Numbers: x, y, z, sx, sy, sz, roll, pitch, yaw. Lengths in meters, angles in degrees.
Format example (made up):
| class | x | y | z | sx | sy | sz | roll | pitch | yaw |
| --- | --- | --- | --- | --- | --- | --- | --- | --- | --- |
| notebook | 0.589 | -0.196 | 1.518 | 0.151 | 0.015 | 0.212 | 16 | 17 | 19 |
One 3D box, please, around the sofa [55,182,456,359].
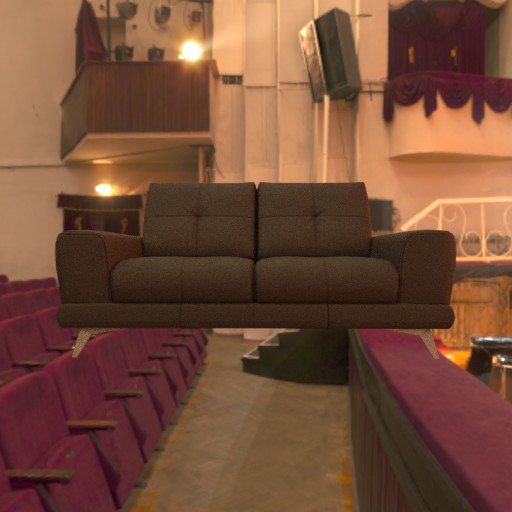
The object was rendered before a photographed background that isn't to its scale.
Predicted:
| class | x | y | z | sx | sy | sz | roll | pitch | yaw |
| --- | --- | --- | --- | --- | --- | --- | --- | --- | --- |
| sofa | 0.000 | 0.000 | 2.428 | 1.806 | 0.907 | 1.018 | 0 | 0 | 1 |
